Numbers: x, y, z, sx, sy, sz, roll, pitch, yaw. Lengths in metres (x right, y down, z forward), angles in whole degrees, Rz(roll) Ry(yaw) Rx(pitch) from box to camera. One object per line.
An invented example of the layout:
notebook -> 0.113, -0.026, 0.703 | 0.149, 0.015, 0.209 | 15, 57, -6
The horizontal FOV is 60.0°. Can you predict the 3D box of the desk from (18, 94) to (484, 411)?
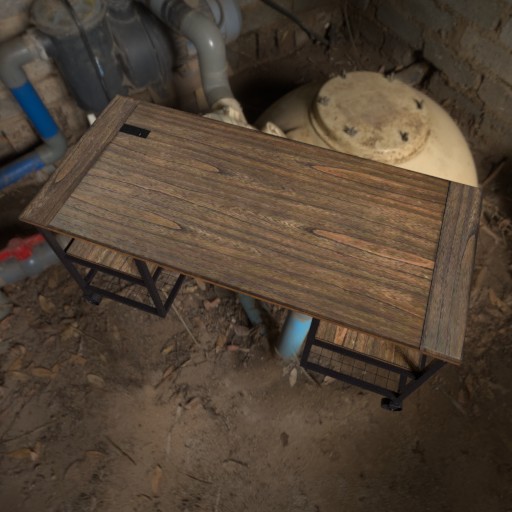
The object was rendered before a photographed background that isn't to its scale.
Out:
desk -> 0.000, 0.000, 1.943 | 1.590, 0.751, 0.711 | 17, 60, 10
